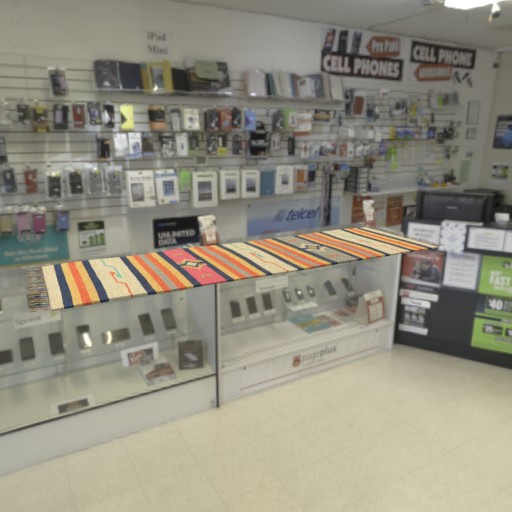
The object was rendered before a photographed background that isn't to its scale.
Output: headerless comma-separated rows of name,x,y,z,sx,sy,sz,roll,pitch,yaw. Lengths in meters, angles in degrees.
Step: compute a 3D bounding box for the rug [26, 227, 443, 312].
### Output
rug,0.000,0.000,2.651,2.455,0.017,0.695,-8,17,-26
